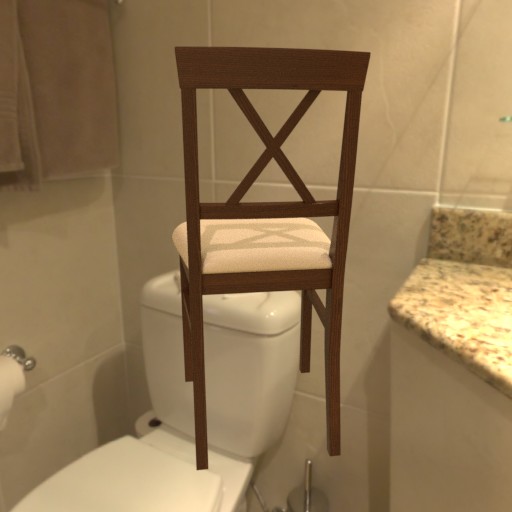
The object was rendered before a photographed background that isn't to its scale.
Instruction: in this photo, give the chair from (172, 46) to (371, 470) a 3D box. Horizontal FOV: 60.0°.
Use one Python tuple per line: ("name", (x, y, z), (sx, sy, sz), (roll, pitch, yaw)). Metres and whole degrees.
("chair", (0.000, 0.000, 1.152), (0.440, 0.913, 0.480), (-2, 15, -8))
